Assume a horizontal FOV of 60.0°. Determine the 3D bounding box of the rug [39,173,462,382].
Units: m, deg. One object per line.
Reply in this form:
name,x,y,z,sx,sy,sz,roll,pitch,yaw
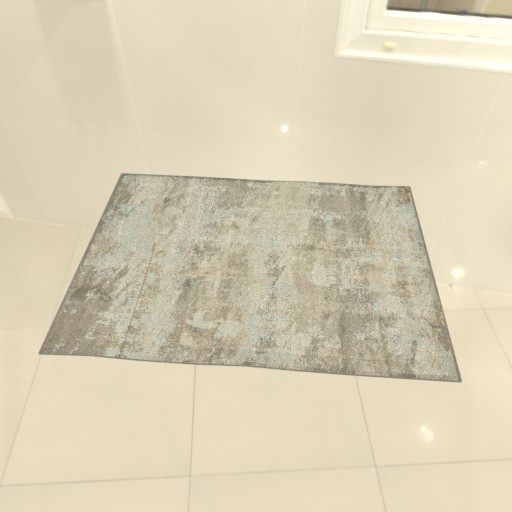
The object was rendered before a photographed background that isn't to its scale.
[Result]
rug,0.000,0.000,4.255,3.307,0.013,2.393,3,47,3
